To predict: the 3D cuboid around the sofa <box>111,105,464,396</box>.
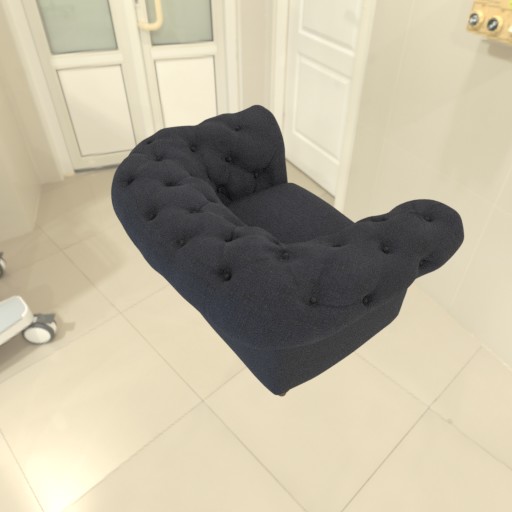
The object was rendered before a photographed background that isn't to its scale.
[{"bbox_3d":[0.000,0.000,2.083,1.032,0.878,1.405,-26,48,-26],"label":"sofa"}]
